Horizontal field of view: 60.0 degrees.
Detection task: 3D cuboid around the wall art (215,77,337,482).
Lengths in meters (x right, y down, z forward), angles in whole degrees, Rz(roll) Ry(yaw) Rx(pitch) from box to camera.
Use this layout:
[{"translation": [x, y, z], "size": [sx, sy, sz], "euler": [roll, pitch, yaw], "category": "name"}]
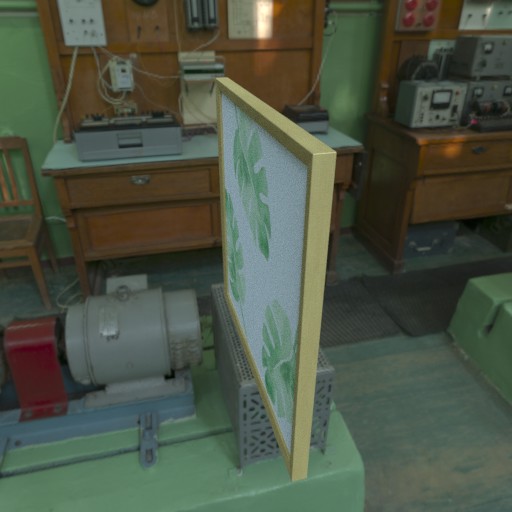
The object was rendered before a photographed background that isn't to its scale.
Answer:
[{"translation": [0.000, 0.000, 1.146], "size": [0.037, 0.763, 0.763], "euler": [-8, 31, -13], "category": "wall art"}]
